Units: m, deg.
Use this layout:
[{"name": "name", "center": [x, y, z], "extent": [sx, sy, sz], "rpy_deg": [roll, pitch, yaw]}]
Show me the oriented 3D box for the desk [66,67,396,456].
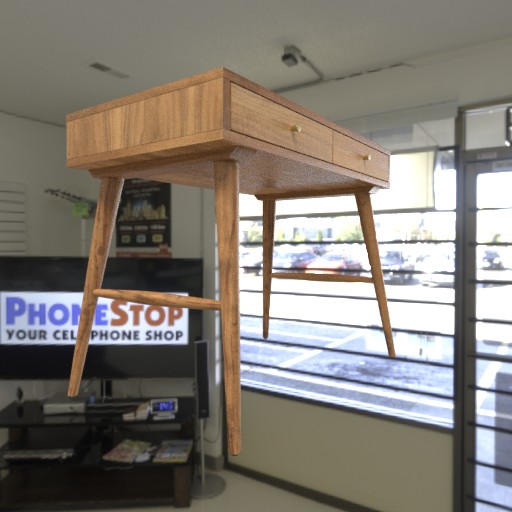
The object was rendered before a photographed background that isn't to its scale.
[{"name": "desk", "center": [0.000, 0.000, 1.403], "extent": [0.588, 0.758, 0.949], "rpy_deg": [1, 2, 36]}]
